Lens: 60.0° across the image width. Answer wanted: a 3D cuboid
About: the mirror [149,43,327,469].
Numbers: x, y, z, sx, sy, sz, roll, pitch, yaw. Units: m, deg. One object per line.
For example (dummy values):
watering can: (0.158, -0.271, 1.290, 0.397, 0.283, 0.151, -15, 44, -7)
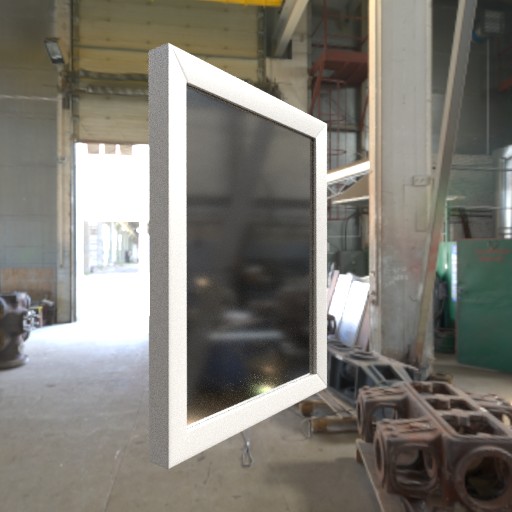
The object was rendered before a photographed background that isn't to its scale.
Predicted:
mirror: (0.000, 0.000, 0.702, 0.041, 0.508, 0.405, 0, 0, 36)
